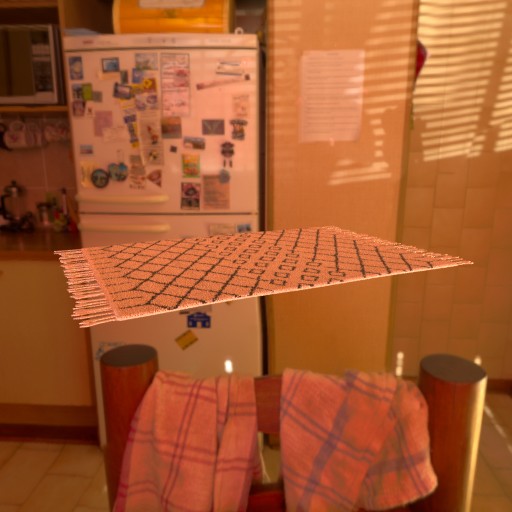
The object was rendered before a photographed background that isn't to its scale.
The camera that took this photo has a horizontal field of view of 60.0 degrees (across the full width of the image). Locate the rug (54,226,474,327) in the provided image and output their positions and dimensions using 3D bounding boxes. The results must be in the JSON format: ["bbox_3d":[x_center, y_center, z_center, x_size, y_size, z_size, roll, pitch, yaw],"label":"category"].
[{"bbox_3d":[0.000,0.000,3.216,2.615,0.029,1.664,-7,15,-26],"label":"rug"}]
